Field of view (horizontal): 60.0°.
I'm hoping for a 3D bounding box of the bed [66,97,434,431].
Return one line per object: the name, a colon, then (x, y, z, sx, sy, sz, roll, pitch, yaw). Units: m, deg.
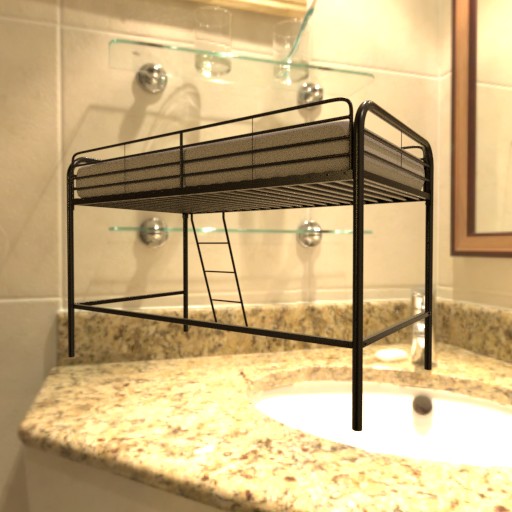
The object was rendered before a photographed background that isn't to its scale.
bed: (0.000, 0.000, 2.803, 1.968, 1.289, 1.393, 1, 2, 36)
